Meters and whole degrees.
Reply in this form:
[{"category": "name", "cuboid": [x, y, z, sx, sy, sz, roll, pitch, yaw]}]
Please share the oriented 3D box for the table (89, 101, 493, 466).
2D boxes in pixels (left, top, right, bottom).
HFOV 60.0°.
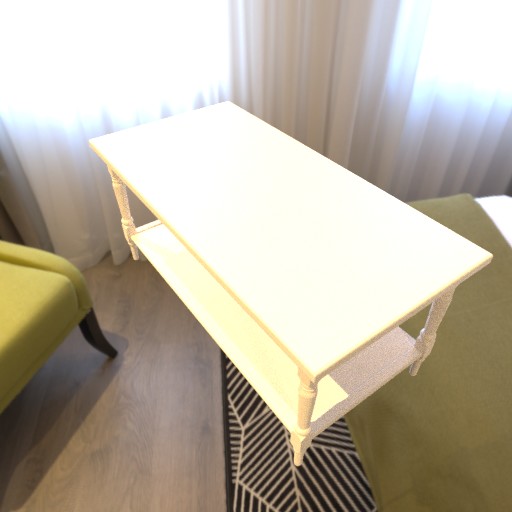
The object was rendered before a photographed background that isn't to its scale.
[{"category": "table", "cuboid": [0.000, 0.000, 1.402, 0.550, 0.510, 1.107, -26, 47, -26]}]
